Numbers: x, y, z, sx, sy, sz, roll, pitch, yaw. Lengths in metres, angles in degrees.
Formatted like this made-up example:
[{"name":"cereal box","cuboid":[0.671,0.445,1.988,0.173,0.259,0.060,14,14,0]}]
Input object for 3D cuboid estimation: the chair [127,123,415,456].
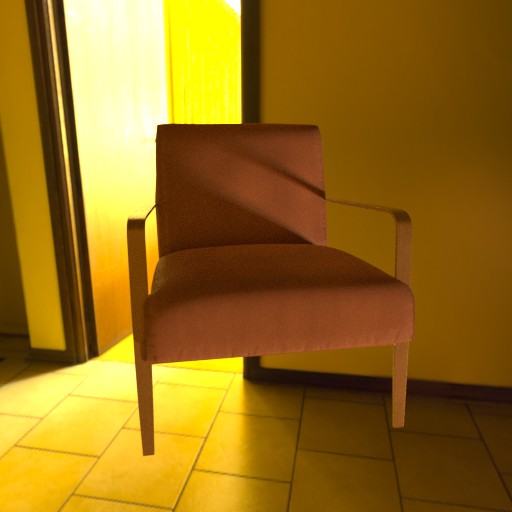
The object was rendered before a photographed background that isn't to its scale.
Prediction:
[{"name":"chair","cuboid":[0.000,0.000,1.393,0.701,0.823,0.848,-2,15,-9]}]
